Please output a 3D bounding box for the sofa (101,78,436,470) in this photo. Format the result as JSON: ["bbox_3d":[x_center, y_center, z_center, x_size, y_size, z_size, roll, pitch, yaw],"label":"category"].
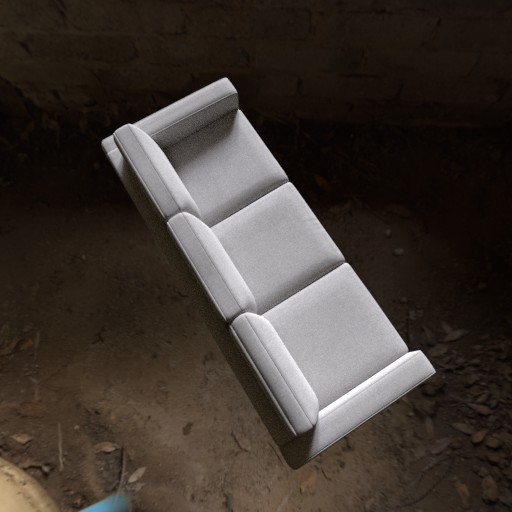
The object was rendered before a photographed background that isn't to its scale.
[{"bbox_3d":[0.000,0.000,2.596,0.900,0.800,2.120,-31,76,-9],"label":"sofa"}]
